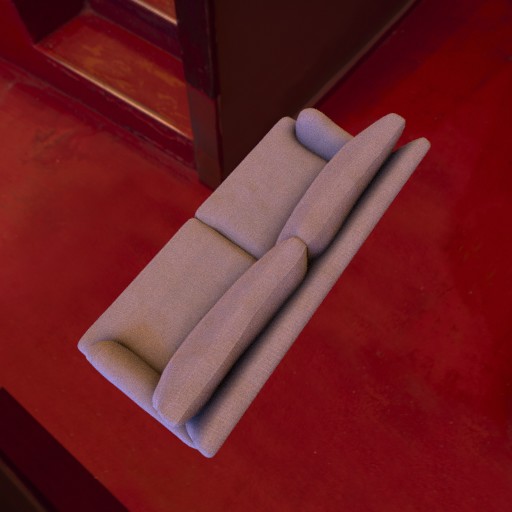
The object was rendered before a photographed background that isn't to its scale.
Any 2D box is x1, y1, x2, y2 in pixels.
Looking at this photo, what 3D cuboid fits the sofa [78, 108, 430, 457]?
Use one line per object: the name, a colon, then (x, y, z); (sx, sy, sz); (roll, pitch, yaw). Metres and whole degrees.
sofa: (0.000, 0.000, 2.796); (1.069, 1.096, 2.193); (33, 69, 15)
